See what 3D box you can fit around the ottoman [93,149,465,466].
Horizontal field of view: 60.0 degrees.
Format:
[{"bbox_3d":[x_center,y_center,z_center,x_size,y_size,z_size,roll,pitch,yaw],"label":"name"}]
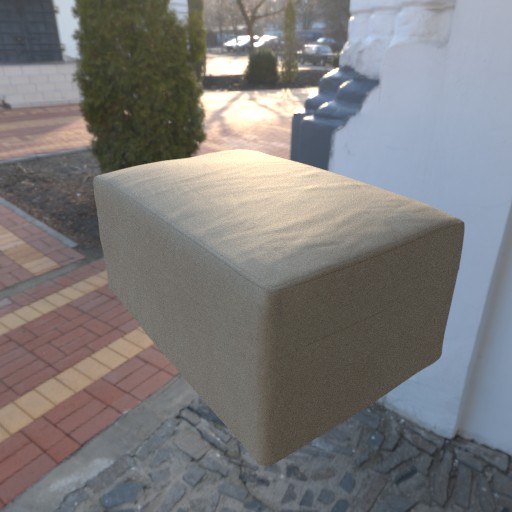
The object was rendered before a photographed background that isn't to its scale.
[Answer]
[{"bbox_3d":[0.000,0.000,1.204,0.590,0.444,0.872,-18,31,-32],"label":"ottoman"}]
